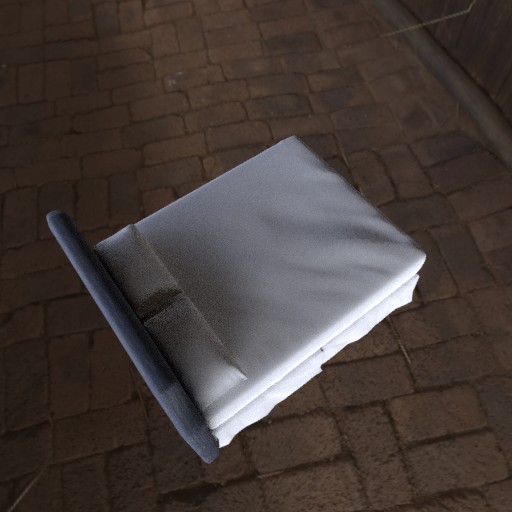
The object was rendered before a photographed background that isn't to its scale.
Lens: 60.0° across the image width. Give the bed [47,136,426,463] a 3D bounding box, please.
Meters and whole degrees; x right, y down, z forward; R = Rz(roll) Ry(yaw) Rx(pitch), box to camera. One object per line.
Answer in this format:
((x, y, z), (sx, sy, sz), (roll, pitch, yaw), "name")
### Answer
((0.000, 0.000, 3.183), (2.116, 1.290, 1.693), (-33, 65, -18), "bed")
